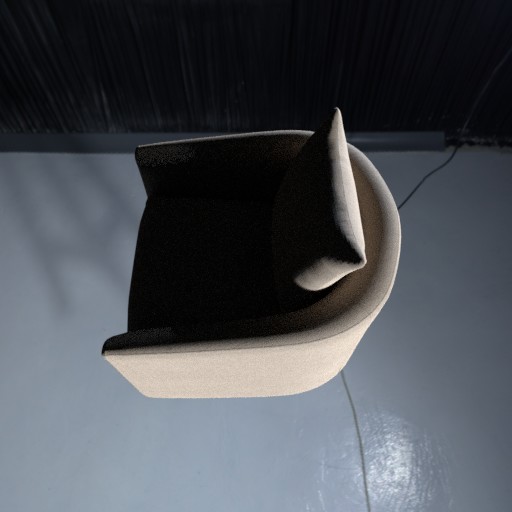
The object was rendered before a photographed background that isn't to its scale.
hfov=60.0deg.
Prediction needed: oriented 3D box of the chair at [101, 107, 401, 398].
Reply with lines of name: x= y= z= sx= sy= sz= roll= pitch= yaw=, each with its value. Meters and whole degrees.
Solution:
chair: x=0.000 y=0.000 z=1.604 sx=0.910 sy=0.848 sz=0.845 roll=-1 pitch=59 yaw=0
